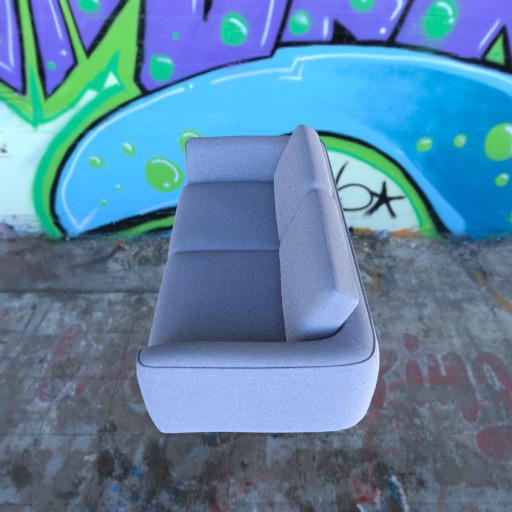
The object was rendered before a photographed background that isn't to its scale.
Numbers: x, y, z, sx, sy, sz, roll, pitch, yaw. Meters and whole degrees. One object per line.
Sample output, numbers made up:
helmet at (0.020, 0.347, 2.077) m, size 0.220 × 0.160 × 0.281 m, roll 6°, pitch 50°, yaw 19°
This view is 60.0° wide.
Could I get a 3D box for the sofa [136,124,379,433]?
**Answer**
sofa at (0.000, 0.000, 2.236) m, size 0.920 × 0.850 × 1.700 m, roll 0°, pitch 42°, yaw 0°
